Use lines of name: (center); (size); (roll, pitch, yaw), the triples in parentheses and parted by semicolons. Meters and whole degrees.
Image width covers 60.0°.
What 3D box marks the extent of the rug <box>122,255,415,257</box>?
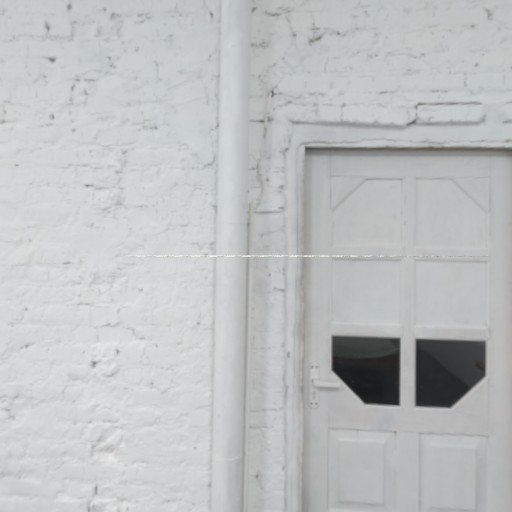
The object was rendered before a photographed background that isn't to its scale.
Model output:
rug: (0.000, 0.000, 4.241); (2.439, 0.005, 3.201); (0, 0, -17)
